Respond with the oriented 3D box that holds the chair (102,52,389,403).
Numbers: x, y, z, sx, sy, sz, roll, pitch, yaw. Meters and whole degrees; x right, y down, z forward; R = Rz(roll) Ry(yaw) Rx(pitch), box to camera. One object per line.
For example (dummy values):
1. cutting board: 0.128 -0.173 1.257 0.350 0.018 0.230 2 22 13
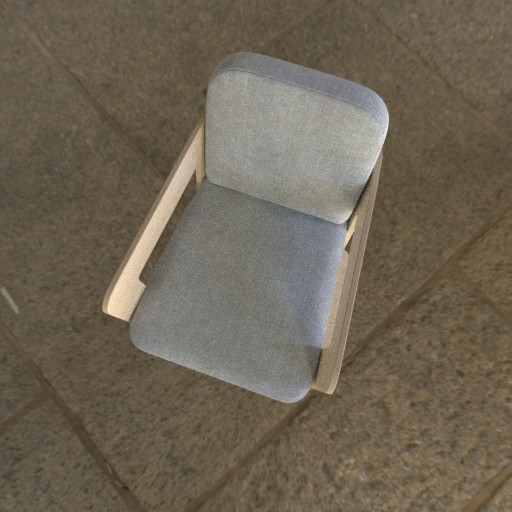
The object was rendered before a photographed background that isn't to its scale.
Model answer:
1. chair: 0.000 0.000 1.274 0.590 0.800 0.710 19 76 5
